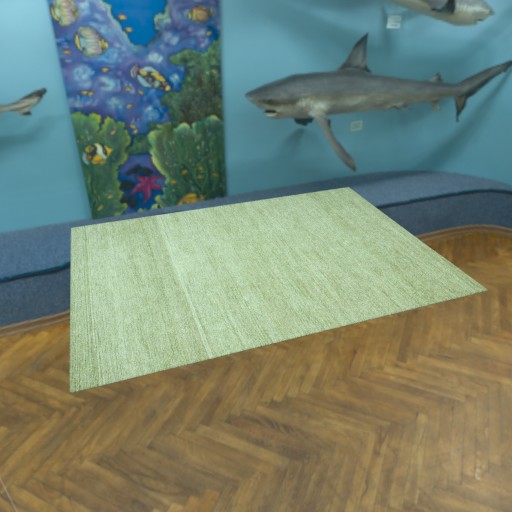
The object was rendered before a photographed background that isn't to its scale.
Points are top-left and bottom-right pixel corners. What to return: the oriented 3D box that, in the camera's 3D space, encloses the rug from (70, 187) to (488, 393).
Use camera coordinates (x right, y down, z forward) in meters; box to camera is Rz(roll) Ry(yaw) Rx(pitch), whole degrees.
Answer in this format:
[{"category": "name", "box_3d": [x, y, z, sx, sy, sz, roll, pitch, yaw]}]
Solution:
[{"category": "rug", "box_3d": [0.000, 0.000, 2.878, 2.270, 0.017, 1.606, -10, 33, -16]}]
